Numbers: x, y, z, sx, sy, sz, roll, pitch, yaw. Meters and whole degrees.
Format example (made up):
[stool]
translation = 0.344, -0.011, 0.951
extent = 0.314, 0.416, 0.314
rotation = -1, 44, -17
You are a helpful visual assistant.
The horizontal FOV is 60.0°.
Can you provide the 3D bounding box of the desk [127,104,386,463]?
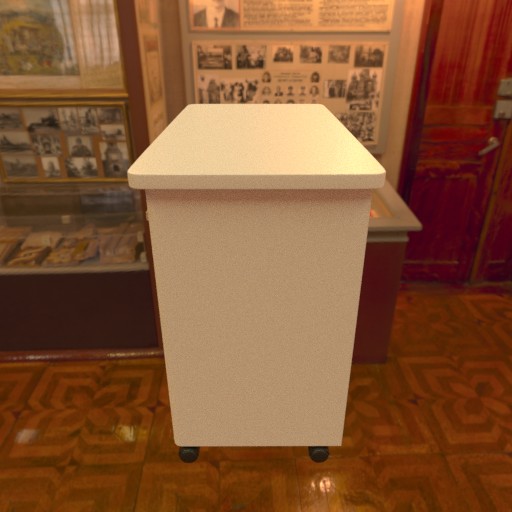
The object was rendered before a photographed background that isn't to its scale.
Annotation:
[desk]
translation = 0.000, 0.000, 1.345
extent = 0.475, 0.763, 0.877
rotation = 0, 27, 0
